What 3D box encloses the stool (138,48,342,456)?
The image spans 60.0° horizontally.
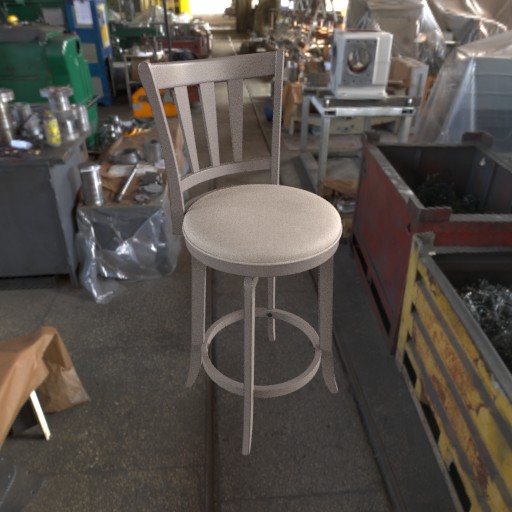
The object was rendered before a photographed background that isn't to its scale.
[{"bbox_3d":[0.000,0.000,1.260,0.436,1.023,0.475,-22,37,-32],"label":"stool"}]
